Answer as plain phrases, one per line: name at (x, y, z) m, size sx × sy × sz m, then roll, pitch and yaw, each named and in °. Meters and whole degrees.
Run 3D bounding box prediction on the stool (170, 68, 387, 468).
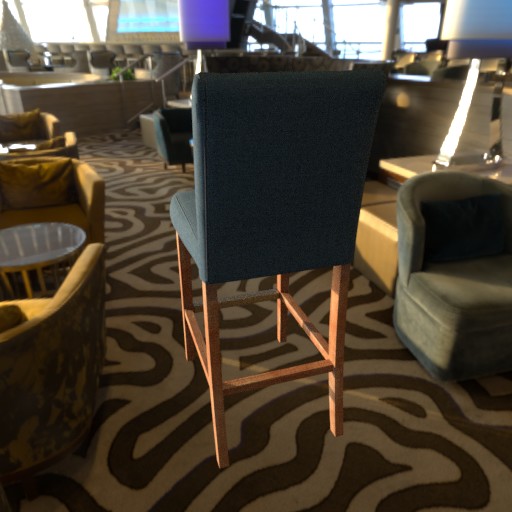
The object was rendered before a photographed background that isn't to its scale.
stool at (0.000, 0.000, 1.374) m, size 0.454 × 1.088 × 0.574 m, roll -8°, pitch 27°, yaw -16°
